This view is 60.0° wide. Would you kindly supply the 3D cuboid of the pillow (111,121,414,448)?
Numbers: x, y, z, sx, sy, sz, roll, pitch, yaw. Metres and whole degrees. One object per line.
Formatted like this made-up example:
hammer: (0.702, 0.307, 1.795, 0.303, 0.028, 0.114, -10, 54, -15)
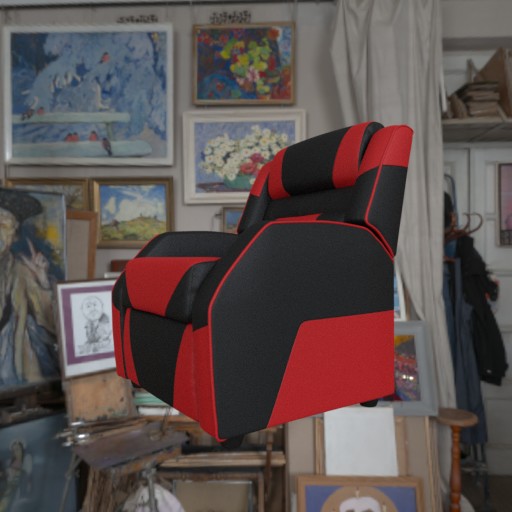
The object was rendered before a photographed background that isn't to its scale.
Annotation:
pillow: (0.000, 0.000, 1.301, 0.672, 0.805, 0.620, 0, 0, -36)
